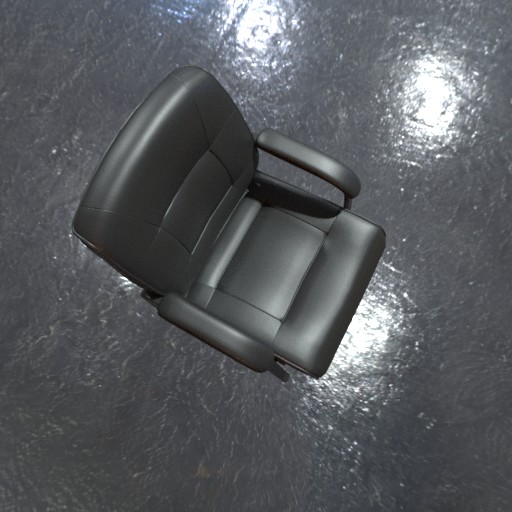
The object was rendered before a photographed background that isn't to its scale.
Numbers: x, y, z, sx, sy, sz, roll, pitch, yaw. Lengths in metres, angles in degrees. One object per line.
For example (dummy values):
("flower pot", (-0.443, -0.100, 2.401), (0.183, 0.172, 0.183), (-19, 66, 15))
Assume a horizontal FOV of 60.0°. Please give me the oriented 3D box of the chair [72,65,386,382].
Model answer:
("chair", (0.000, 0.000, 1.314), (0.668, 0.910, 0.591), (27, 77, 7))
